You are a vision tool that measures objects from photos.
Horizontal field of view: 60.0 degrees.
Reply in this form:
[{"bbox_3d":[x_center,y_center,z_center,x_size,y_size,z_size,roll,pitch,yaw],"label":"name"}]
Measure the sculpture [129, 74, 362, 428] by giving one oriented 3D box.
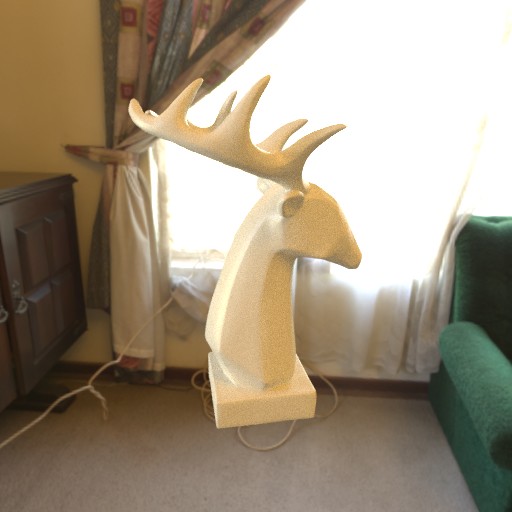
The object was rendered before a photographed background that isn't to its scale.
[{"bbox_3d":[0.000,0.000,0.452,0.224,0.329,0.174,-3,17,-10],"label":"sculpture"}]
